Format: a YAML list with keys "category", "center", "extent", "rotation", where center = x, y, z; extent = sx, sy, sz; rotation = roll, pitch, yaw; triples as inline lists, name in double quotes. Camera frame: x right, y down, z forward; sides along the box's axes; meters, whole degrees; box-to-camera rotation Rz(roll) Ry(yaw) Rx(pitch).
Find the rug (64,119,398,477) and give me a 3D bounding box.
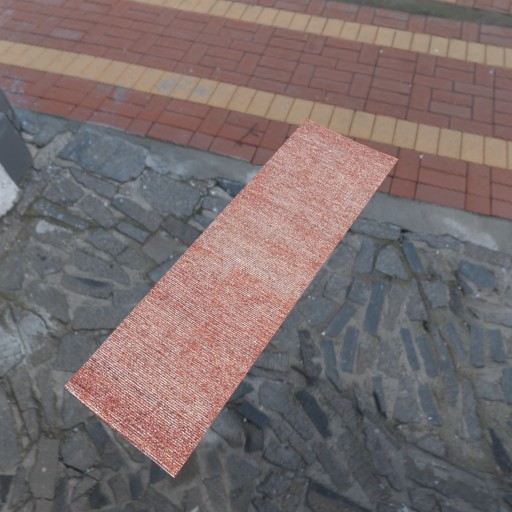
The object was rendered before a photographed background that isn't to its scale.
- category: "rug"
  center: [0.000, 0.000, 2.598]
  extent: [0.718, 0.013, 2.353]
  rotation: [31, 63, 17]
